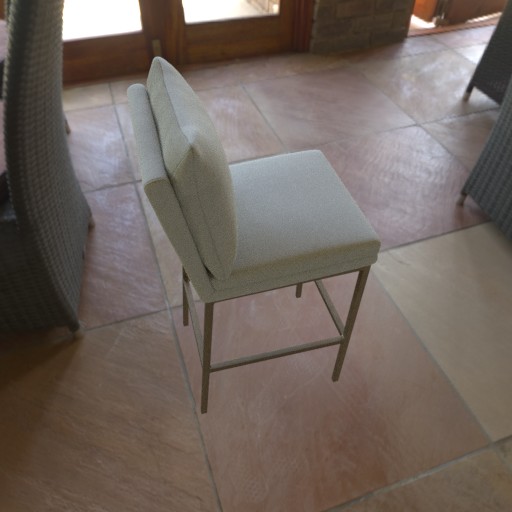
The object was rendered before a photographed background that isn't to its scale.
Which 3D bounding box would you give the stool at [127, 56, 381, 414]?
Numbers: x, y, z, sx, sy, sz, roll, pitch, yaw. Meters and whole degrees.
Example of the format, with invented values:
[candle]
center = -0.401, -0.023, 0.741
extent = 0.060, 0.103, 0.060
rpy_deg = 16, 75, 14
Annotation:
[stool]
center = 0.000, 0.000, 1.400
extent = 0.572, 1.125, 0.463
rpy_deg = -12, 48, -11
